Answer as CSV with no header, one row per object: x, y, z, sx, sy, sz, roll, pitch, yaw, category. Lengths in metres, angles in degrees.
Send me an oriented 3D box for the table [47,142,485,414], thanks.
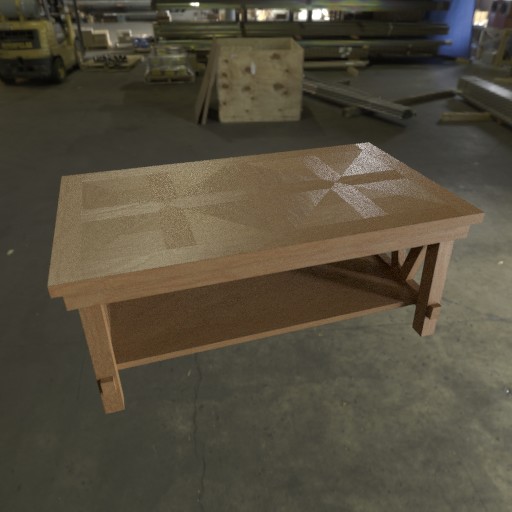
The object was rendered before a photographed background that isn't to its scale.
0.000,0.000,1.638,1.270,0.507,0.711,-10,34,-15,table
